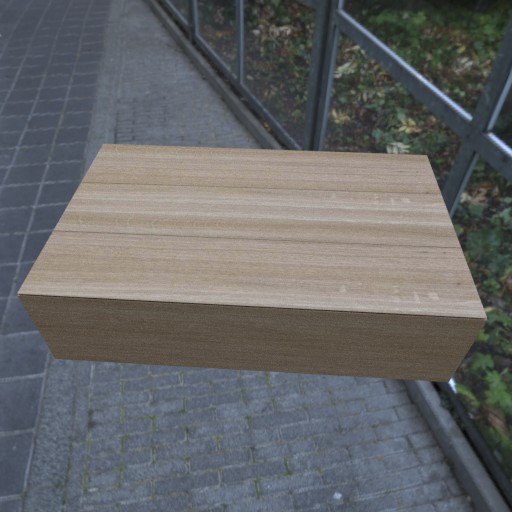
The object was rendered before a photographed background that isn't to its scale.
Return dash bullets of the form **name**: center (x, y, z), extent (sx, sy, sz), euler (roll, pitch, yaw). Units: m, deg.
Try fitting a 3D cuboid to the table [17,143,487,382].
- **table**: center (0.000, 0.000, 1.403), extent (1.110, 0.353, 0.678), euler (3, 46, 3)
